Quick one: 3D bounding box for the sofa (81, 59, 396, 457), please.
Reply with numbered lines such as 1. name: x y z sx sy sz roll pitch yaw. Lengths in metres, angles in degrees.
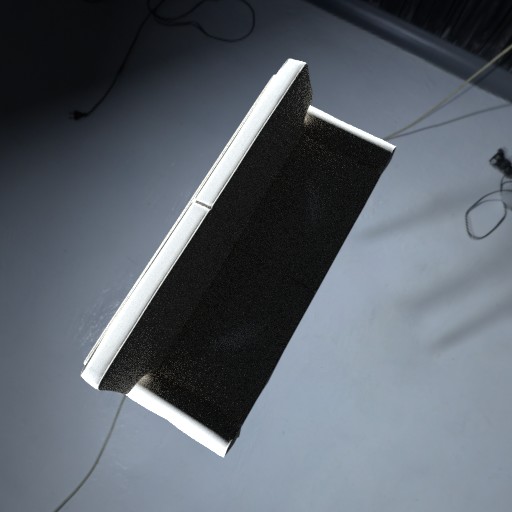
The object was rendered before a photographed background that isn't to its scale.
1. sofa: 0.000 0.000 2.552 0.862 0.937 2.021 29 77 7
